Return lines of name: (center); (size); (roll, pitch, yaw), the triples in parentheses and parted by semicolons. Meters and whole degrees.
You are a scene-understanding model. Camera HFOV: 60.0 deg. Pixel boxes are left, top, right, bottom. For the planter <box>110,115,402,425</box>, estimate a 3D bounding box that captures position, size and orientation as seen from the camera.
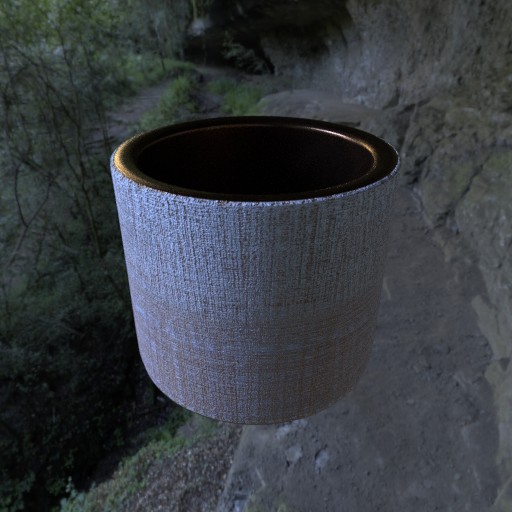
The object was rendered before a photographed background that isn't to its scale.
planter: (0.000, 0.000, 0.192); (0.109, 0.096, 0.109); (0, 30, 0)
